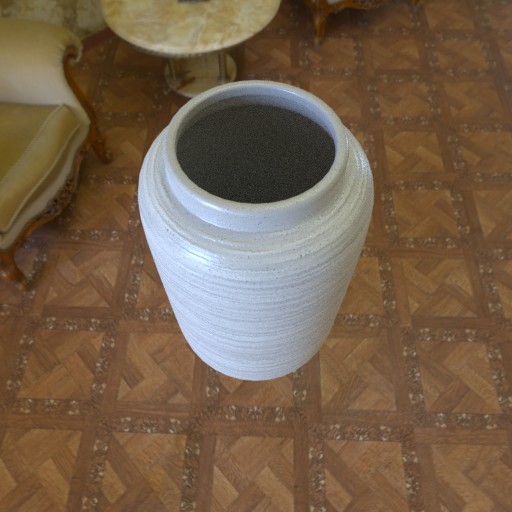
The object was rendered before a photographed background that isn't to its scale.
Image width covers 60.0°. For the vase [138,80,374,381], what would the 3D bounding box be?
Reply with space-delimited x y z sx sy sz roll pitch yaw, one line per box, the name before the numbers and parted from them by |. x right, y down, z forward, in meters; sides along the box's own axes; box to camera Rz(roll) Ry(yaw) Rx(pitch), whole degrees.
vase | 0.000 0.000 0.472 0.202 0.335 0.202 0 59 0
